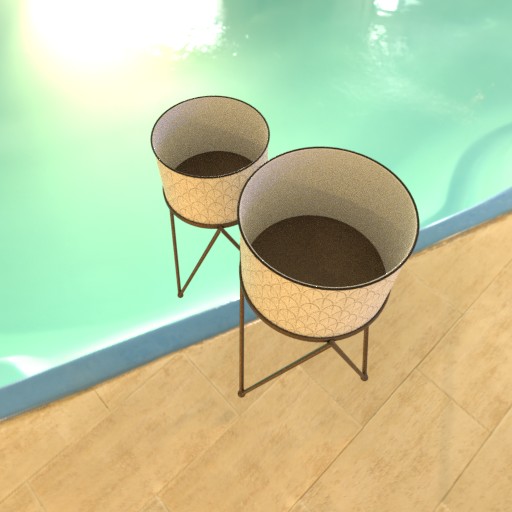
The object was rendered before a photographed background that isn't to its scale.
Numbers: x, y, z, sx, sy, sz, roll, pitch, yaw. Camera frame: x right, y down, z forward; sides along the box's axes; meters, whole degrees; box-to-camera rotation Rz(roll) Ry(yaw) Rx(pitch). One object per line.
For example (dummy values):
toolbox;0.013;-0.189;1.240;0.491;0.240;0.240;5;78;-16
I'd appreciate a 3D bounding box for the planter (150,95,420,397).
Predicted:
planter;0.000;0.000;1.180;0.413;0.712;0.769;-33;63;-19
